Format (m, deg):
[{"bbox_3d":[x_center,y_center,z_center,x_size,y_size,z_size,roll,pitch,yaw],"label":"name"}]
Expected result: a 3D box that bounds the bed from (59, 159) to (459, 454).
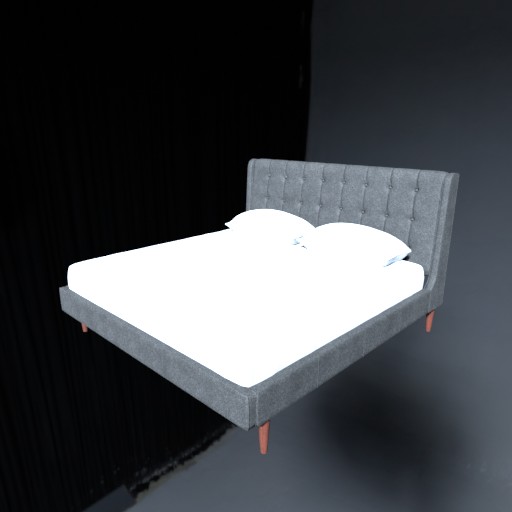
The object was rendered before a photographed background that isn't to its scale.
[{"bbox_3d":[0.000,0.000,2.507,1.531,0.933,1.638,15,22,42],"label":"bed"}]
